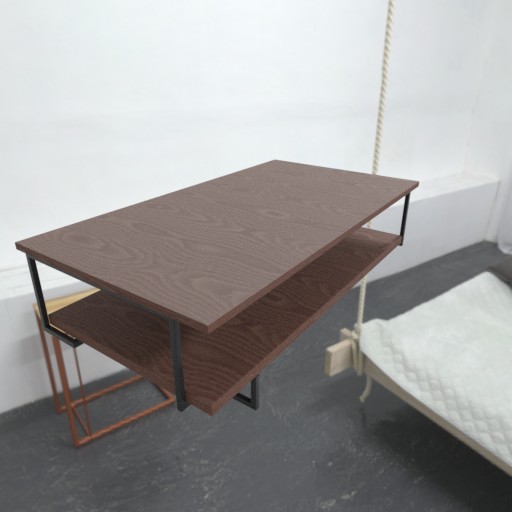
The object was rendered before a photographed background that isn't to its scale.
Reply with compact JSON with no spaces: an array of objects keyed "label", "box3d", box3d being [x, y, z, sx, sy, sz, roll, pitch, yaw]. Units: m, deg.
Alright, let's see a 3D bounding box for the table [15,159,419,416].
[{"label":"table","box3d":[0.000,0.000,1.467,0.651,0.347,1.197,17,29,32]}]
